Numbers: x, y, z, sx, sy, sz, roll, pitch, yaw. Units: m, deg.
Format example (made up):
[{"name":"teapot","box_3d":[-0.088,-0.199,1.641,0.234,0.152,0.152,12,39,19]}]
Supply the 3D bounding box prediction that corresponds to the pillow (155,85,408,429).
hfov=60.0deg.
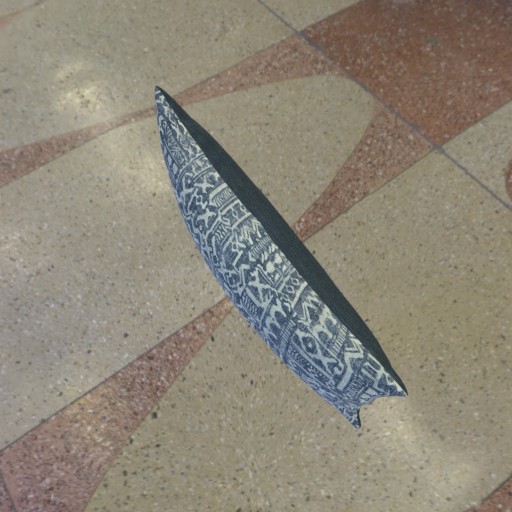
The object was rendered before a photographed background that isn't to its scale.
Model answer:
[{"name":"pillow","box_3d":[0.000,0.000,0.754,0.148,0.292,0.631,-31,67,-15]}]
